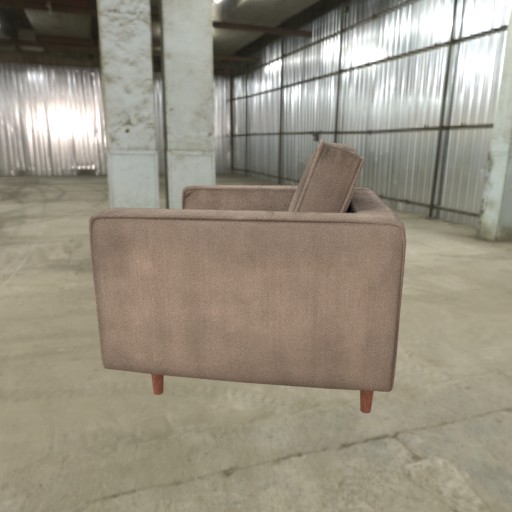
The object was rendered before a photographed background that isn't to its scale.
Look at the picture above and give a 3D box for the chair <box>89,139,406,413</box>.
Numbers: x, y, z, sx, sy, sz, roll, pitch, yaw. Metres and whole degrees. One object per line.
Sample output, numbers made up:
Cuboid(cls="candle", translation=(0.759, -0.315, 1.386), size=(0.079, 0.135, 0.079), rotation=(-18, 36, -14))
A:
Cuboid(cls="chair", translation=(0.000, 0.000, 1.534), size=(0.843, 0.773, 0.928), rotation=(2, 14, 9))
